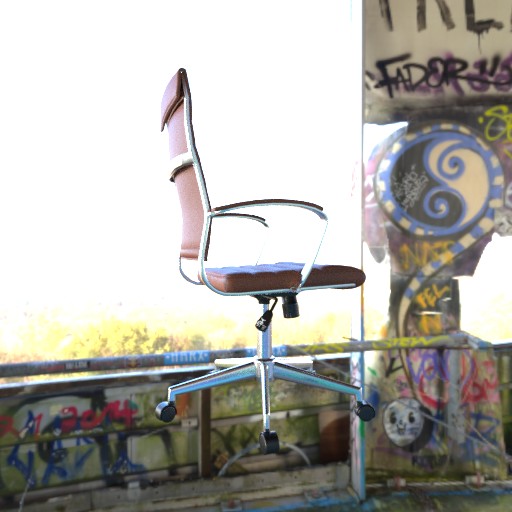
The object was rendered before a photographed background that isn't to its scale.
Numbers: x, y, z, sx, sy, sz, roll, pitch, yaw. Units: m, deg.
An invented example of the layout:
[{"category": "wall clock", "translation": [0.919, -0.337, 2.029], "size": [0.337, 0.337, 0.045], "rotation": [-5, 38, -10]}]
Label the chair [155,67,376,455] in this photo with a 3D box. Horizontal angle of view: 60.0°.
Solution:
[{"category": "chair", "translation": [0.000, 0.000, 1.649], "size": [0.739, 1.149, 0.766], "rotation": [0, 1, -18]}]
